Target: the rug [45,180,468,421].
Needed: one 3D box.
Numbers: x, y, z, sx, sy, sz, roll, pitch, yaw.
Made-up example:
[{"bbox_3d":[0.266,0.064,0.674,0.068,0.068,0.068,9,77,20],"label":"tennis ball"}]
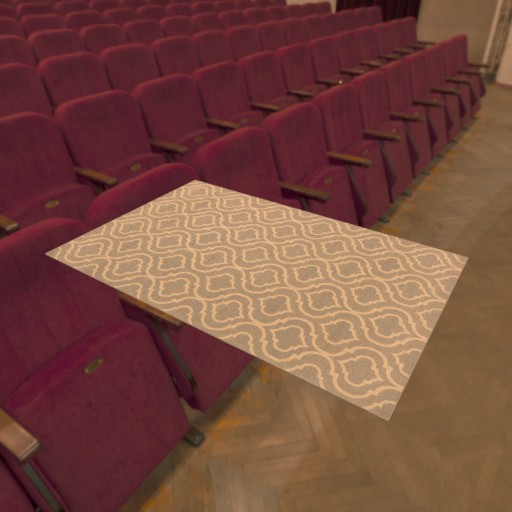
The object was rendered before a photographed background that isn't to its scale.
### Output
[{"bbox_3d":[0.000,0.000,2.186,1.749,0.015,1.141,20,38,28],"label":"rug"}]
